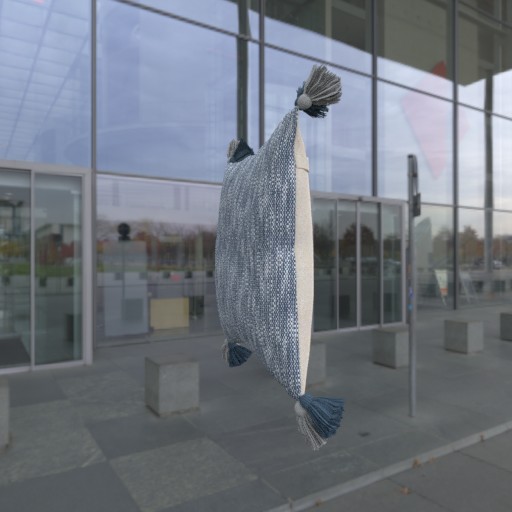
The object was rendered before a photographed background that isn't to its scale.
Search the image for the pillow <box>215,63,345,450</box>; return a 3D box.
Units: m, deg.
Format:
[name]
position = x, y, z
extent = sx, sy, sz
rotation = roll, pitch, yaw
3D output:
[pillow]
position = 0.000, 0.000, 0.950
extent = 0.138, 0.634, 0.614
rotation = 0, 0, -17
